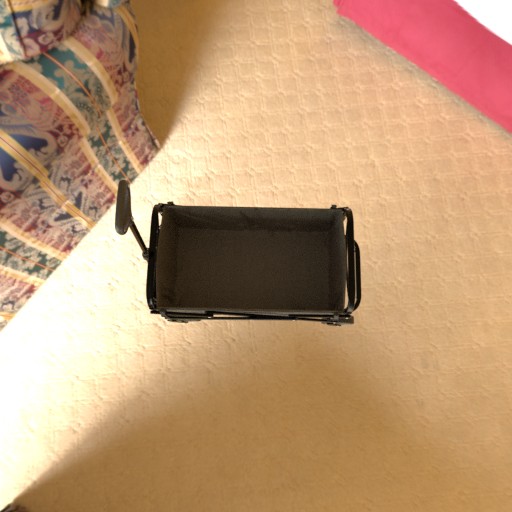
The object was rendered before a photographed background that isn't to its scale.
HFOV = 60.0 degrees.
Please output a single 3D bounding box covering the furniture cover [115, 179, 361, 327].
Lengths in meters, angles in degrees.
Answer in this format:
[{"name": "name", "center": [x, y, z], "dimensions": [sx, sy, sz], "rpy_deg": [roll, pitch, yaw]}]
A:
[{"name": "furniture cover", "center": [0.000, 0.000, 1.836], "dimensions": [1.038, 1.295, 0.532], "rpy_deg": [1, 78, 0]}]
